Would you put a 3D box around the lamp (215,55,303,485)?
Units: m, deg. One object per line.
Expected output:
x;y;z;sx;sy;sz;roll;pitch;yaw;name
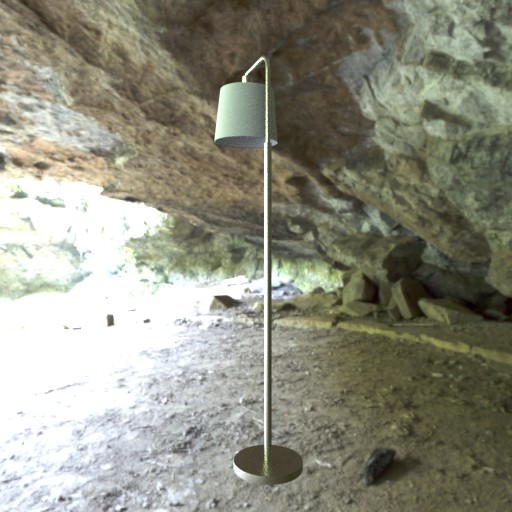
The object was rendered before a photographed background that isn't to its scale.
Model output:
0.000;0.000;1.676;0.254;1.478;0.508;0;0;-19;lamp
